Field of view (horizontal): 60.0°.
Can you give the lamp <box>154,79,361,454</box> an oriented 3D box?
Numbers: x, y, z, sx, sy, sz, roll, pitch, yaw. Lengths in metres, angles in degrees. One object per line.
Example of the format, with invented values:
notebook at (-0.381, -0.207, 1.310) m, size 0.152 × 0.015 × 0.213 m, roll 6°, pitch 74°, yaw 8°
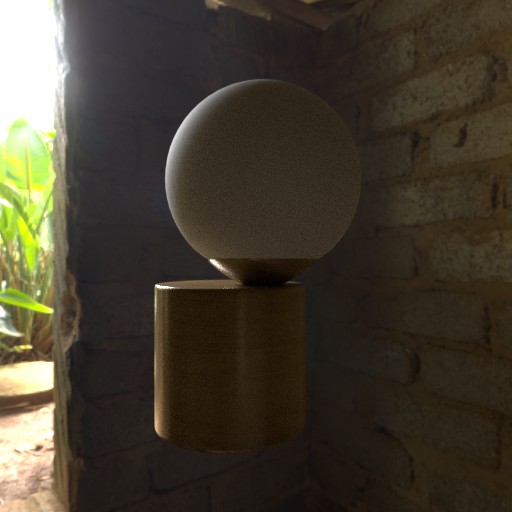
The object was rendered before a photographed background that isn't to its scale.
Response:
lamp at (0.000, 0.000, 0.329) m, size 0.152 × 0.250 × 0.141 m, roll 0°, pitch 0°, yaw 18°
